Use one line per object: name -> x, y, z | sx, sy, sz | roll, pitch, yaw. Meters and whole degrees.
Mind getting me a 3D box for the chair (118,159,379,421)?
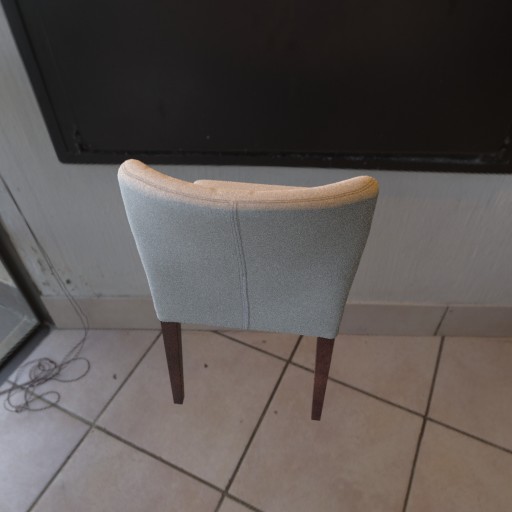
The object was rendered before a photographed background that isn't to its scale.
chair -> 0.000, 0.000, 1.195 | 0.491, 0.839, 0.592 | 5, 46, 5
